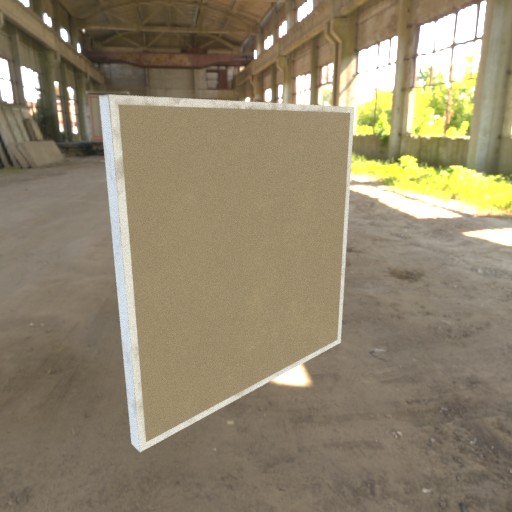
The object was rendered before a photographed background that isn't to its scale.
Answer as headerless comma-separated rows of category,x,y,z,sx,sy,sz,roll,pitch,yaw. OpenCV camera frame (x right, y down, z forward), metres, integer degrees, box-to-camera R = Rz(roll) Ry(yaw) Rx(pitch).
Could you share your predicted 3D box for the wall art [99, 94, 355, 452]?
wall art,0.000,0.000,1.155,0.760,0.757,0.038,-15,22,-42
